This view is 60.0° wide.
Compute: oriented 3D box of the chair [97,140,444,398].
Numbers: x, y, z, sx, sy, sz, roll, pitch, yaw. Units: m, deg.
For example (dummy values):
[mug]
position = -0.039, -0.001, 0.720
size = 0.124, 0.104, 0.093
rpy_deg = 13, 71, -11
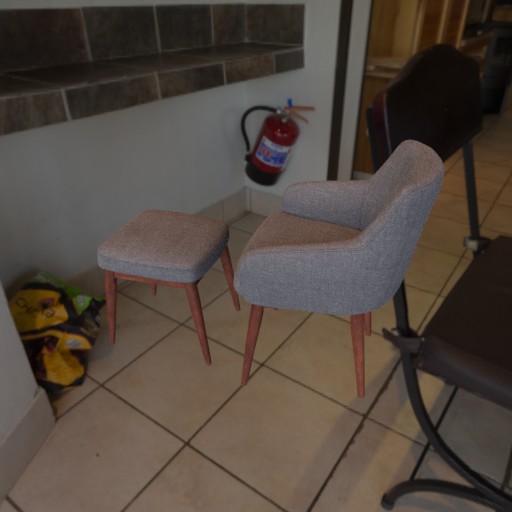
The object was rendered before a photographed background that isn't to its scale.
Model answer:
[chair]
position = 0.000, 0.000, 1.575
size = 1.107, 0.799, 0.584
rpy_deg = 9, 31, 14
